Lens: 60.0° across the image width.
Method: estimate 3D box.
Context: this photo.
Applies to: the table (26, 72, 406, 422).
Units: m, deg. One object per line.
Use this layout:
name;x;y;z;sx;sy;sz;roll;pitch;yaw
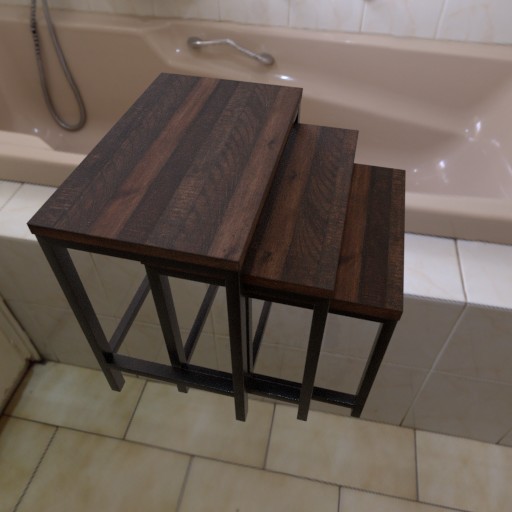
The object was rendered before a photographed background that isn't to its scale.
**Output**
table;0.000;0.000;1.128;0.660;0.616;0.608;10;47;9
